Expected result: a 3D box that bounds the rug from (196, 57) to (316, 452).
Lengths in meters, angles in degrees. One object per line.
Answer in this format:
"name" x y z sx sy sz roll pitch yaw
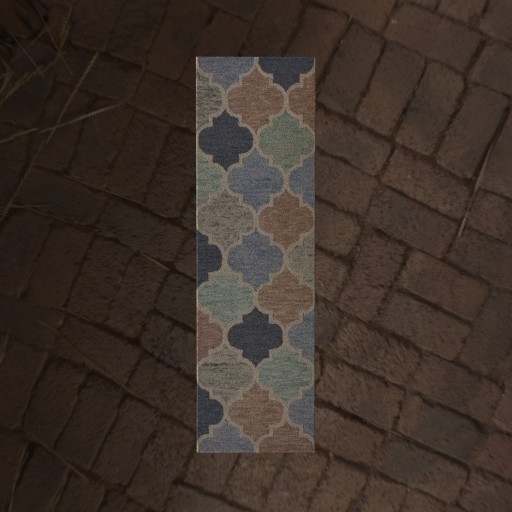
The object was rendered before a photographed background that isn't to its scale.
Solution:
"rug" 0.000 0.000 2.563 0.687 0.011 2.287 0 91 0
